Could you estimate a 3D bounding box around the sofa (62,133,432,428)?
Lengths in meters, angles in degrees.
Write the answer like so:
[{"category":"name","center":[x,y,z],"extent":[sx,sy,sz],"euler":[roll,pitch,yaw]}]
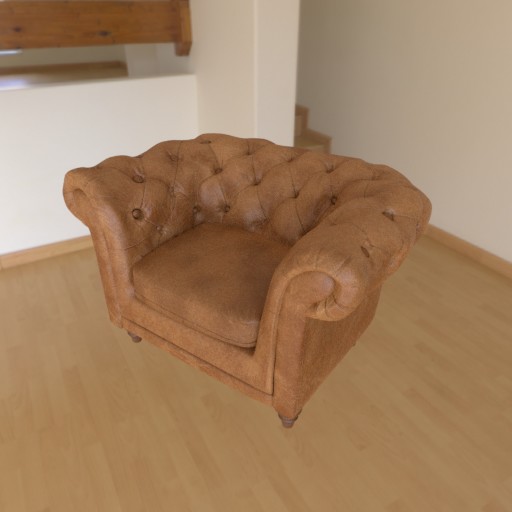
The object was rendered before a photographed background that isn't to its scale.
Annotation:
[{"category":"sofa","center":[0.000,0.000,2.060],"extent":[1.405,0.878,1.033],"euler":[19,35,30]}]
